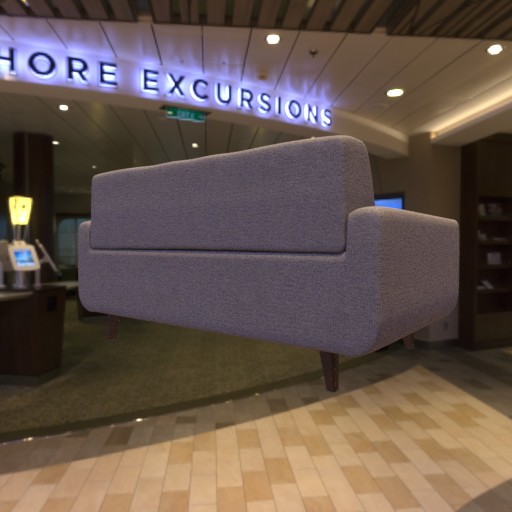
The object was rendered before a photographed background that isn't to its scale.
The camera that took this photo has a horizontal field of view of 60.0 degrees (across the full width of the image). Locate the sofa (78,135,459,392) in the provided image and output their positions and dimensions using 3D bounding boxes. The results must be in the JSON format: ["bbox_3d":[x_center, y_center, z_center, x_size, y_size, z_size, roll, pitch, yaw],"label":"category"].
[{"bbox_3d":[0.000,0.000,2.133,1.631,0.841,0.909,2,2,38],"label":"sofa"}]
